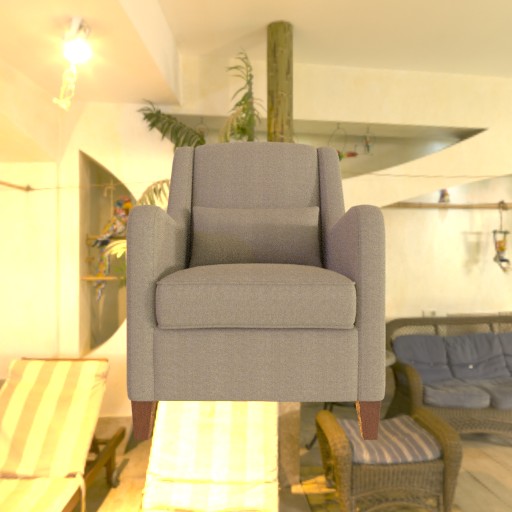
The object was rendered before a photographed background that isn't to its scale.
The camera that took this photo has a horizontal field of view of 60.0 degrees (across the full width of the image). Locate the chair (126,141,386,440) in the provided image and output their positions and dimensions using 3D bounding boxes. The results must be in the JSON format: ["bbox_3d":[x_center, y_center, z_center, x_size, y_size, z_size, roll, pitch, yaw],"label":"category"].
[{"bbox_3d":[0.000,0.000,1.616,0.715,1.017,0.890,0,0,0],"label":"chair"}]
